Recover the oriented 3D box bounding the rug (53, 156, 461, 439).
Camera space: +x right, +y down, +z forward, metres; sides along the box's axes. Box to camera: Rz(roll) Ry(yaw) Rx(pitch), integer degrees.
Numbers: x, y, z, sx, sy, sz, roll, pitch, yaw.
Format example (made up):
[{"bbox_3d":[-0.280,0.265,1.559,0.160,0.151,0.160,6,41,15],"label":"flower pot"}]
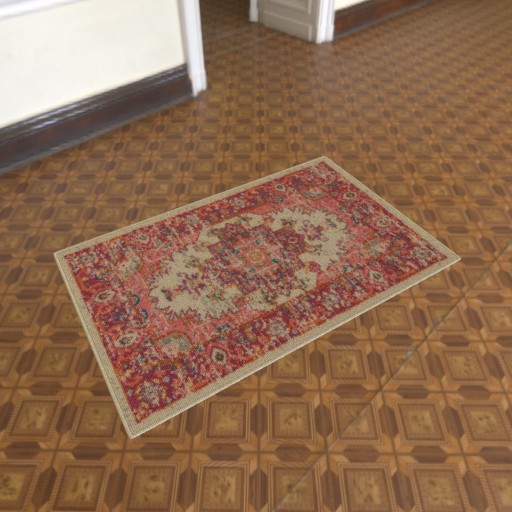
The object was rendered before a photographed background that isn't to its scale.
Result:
[{"bbox_3d":[0.000,0.000,1.115,0.868,0.004,0.556,-23,49,-22],"label":"rug"}]
